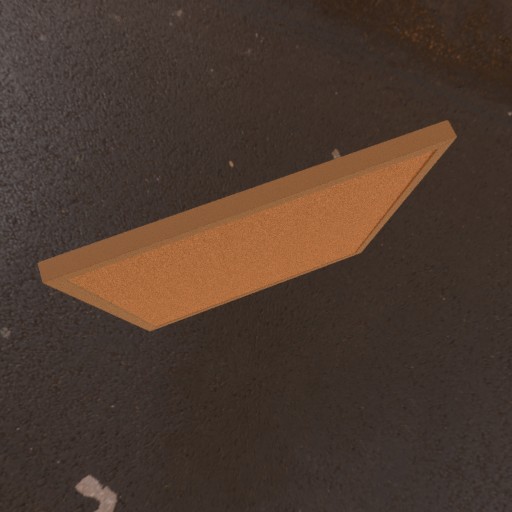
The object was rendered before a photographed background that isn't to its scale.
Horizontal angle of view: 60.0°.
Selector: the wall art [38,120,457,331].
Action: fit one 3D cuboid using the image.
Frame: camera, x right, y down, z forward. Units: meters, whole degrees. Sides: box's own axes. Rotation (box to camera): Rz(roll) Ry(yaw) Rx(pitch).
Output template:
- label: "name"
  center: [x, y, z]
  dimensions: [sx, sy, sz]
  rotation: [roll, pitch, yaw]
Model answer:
- label: "wall art"
  center: [0.000, 0.000, 1.133]
  dimensions: [0.761, 0.761, 0.037]
  rotation: [-20, 75, -5]
